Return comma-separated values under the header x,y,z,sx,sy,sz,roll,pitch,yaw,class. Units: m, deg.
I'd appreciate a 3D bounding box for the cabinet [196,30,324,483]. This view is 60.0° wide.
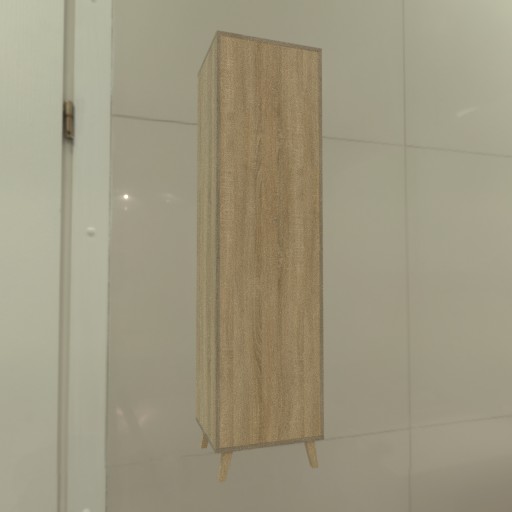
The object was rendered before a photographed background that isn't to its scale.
x,y,z,sx,sy,sz,roll,pitch,yaw,class
0.000,0.000,2.201,0.510,1.960,0.450,1,-2,-18,cabinet
